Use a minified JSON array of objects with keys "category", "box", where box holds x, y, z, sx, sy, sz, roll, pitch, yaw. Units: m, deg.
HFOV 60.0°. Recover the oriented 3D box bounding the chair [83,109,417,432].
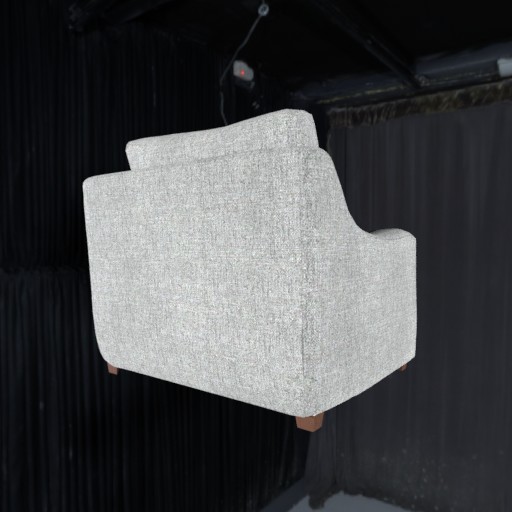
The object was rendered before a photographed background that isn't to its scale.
[{"category":"chair","box":[0.000,0.000,1.960,1.138,1.037,1.009,1,2,37]}]
